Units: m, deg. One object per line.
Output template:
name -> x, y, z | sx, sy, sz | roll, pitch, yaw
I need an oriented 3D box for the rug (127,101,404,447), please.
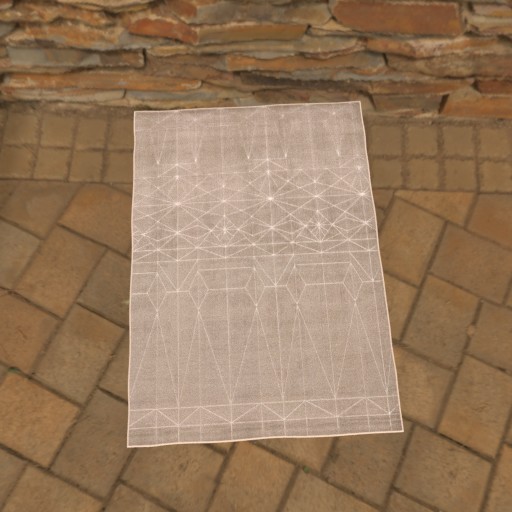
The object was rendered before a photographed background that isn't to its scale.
rug -> 0.000, 0.000, 4.333 | 2.449, 0.019, 3.357 | -3, 75, -1
